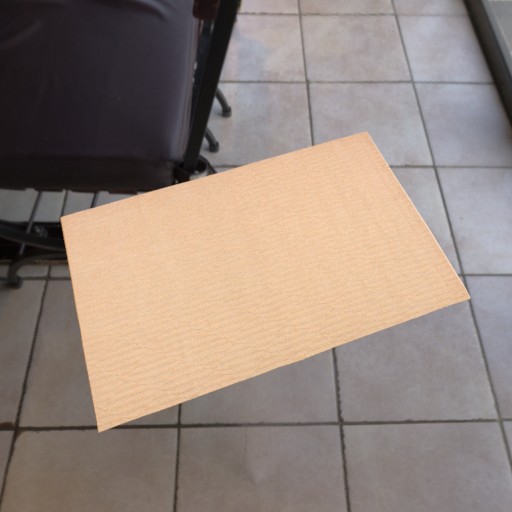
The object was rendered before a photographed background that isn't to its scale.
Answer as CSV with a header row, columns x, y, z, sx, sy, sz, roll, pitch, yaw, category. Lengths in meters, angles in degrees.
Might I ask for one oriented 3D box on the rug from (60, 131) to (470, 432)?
x,y,z,sx,sy,sz,roll,pitch,yaw,category
0.000,0.000,3.028,2.441,0.014,1.531,-18,64,-9,rug
